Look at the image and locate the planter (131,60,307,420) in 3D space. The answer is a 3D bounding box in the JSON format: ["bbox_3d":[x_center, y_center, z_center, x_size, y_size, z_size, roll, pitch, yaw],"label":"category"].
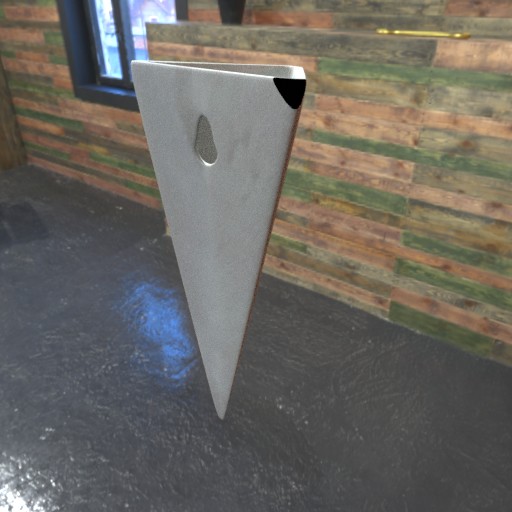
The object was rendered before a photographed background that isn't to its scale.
[{"bbox_3d":[0.000,0.000,0.159,0.058,0.130,0.047,21,36,32],"label":"planter"}]
